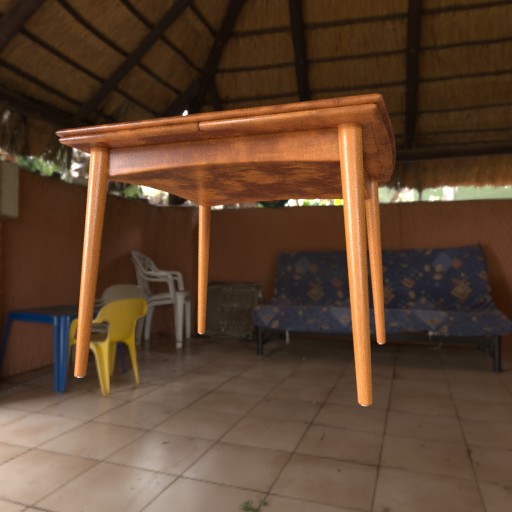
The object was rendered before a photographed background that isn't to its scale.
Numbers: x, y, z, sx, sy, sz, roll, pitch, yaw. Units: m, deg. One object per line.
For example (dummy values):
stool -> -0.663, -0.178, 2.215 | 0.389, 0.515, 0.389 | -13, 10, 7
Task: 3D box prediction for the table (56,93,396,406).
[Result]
table -> 0.000, 0.000, 1.645 | 0.991, 0.754, 0.991 | 0, -1, 18
